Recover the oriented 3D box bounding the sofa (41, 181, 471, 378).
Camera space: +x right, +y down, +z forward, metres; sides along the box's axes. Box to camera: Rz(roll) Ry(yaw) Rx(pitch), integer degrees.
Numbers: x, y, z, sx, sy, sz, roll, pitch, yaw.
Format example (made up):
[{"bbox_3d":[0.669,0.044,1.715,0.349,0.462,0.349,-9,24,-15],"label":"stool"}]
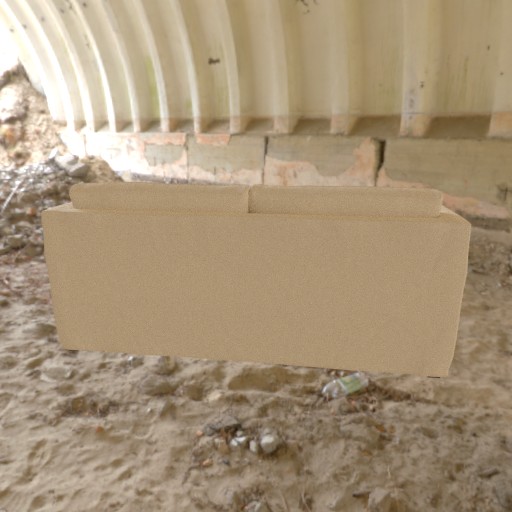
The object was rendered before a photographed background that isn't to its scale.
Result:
[{"bbox_3d":[0.000,0.000,2.487,1.987,0.870,0.940,2,16,8],"label":"sofa"}]
